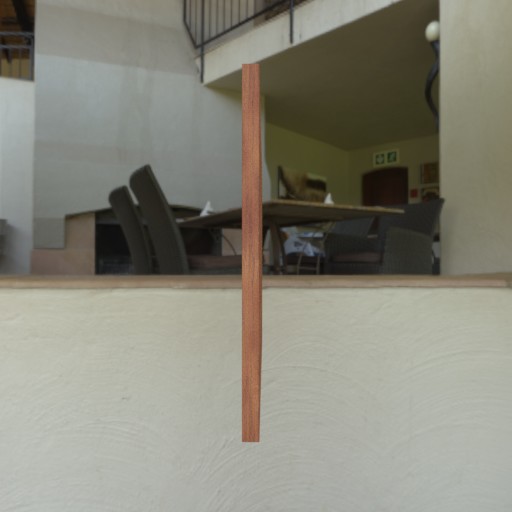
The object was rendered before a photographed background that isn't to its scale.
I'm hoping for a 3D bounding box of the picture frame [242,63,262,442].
[{"bbox_3d":[0.000,0.000,1.224,0.029,0.640,0.950,0,-1,1],"label":"picture frame"}]
